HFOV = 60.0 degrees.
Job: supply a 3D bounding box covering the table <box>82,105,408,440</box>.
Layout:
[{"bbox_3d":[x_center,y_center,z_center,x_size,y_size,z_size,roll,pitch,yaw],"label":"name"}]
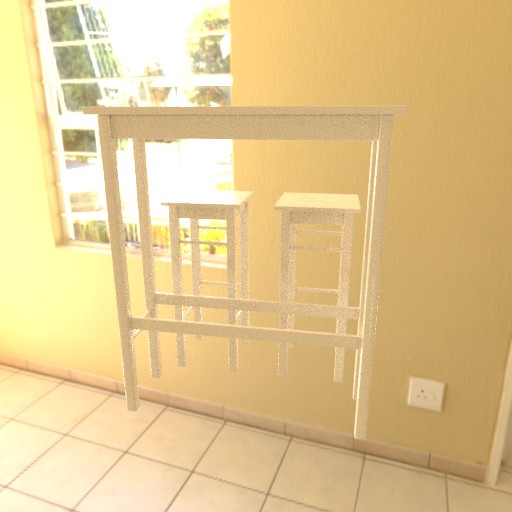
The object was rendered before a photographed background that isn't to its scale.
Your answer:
[{"bbox_3d":[0.000,0.000,1.681,0.915,1.065,0.650,3,18,10],"label":"table"}]
